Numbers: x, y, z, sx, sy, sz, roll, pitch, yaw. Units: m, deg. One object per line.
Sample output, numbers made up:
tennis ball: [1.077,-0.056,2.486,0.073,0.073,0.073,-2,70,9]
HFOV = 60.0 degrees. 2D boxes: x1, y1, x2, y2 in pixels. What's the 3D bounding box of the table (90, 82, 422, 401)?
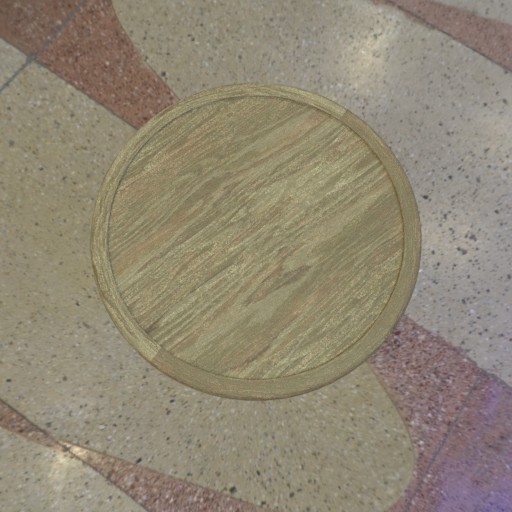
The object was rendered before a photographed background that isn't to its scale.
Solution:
table: [0.000,0.000,1.023,0.607,0.450,0.607,0,76,0]
